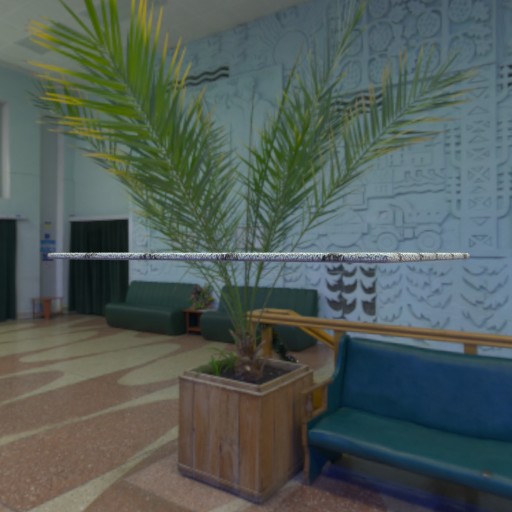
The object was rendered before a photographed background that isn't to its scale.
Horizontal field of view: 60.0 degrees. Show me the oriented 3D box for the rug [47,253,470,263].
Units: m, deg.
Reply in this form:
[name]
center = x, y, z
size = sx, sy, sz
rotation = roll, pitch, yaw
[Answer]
[rug]
center = 0.000, 0.000, 2.250
size = 1.778, 0.030, 1.219
rotation = 0, 0, 36
